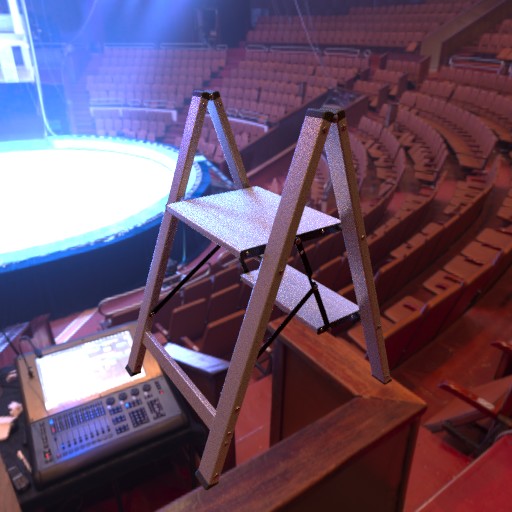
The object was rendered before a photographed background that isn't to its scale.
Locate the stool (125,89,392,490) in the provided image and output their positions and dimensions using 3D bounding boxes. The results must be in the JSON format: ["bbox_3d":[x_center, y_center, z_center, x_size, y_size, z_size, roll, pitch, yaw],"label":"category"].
[{"bbox_3d":[0.000,0.000,0.994,0.535,0.670,0.440,-17,30,-31],"label":"stool"}]
